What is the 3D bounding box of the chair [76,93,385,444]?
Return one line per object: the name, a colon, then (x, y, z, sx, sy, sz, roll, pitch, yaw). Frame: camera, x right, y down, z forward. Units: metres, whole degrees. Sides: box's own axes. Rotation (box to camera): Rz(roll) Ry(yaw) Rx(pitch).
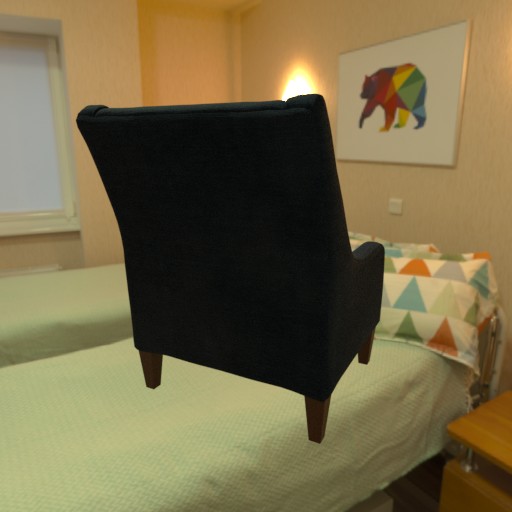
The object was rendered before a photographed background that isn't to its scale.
chair: (0.000, 0.000, 1.608, 0.774, 1.014, 0.870, 8, 16, 27)
